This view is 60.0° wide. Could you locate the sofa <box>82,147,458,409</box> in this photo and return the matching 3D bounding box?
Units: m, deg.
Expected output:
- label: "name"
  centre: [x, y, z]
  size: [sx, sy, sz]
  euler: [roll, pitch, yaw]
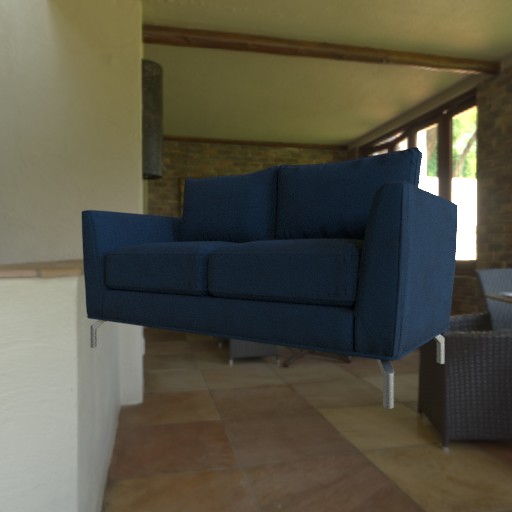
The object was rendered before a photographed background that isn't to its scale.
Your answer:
- label: "sofa"
  centre: [0.000, 0.000, 2.268]
  size: [1.770, 1.002, 0.853]
  euler: [0, 0, 35]
